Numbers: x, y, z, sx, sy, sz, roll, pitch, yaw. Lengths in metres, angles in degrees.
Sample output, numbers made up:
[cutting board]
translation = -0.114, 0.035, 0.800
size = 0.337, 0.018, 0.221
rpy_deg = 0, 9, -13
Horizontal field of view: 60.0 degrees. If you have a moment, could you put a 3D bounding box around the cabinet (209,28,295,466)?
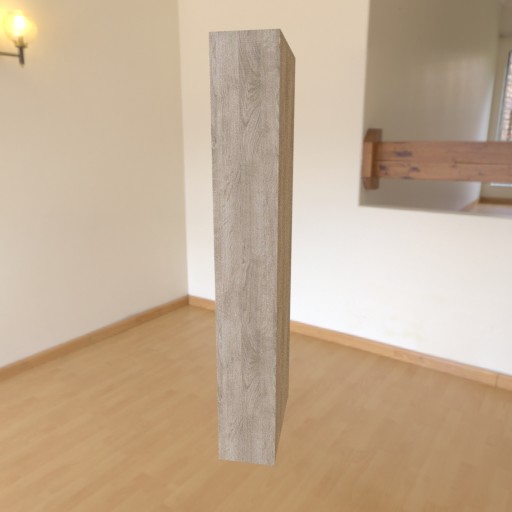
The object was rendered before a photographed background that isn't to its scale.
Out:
[cabinet]
translation = 0.000, 0.000, 1.875
size = 0.250, 1.630, 0.520
rpy_deg = 3, 15, 10
